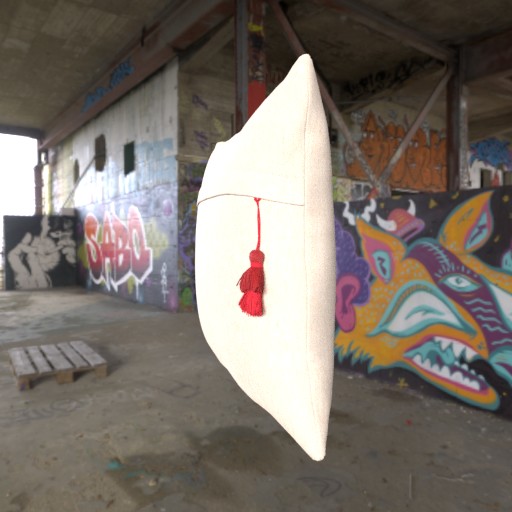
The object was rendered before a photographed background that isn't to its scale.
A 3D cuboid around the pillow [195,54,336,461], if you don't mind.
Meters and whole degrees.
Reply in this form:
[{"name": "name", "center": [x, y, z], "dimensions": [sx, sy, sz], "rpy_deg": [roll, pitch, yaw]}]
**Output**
[{"name": "pillow", "center": [0.000, 0.000, 0.678], "dimensions": [0.173, 0.436, 0.433], "rpy_deg": [0, 2, -17]}]
